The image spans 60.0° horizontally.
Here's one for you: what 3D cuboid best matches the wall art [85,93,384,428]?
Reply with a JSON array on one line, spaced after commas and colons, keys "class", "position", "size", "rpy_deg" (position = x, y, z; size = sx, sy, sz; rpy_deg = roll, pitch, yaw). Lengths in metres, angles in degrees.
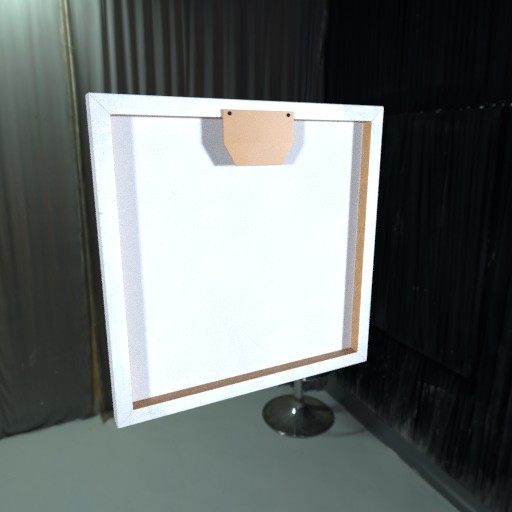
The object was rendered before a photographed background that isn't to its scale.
[{"class": "wall art", "position": [0.000, 0.000, 0.915], "size": [0.605, 0.605, 0.044], "rpy_deg": [-7, 16, -26]}]
